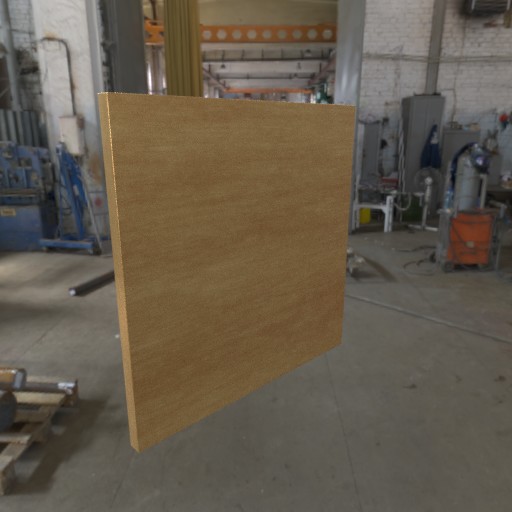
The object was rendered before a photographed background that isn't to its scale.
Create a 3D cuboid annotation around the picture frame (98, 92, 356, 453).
[{"bbox_3d":[0.000,0.000,1.149,0.758,0.761,0.037,-15,22,-41],"label":"picture frame"}]
